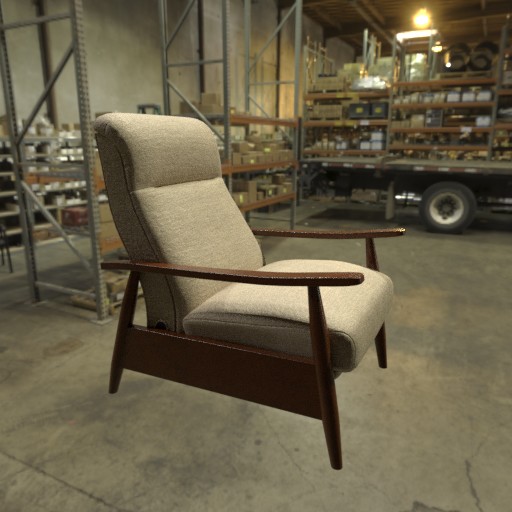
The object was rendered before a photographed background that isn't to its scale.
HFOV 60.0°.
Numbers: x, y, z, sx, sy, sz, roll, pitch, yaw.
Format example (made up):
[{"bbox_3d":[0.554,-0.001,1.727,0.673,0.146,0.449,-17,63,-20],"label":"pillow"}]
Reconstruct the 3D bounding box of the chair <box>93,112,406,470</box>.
[{"bbox_3d":[0.000,0.000,1.752,1.014,1.082,0.762,7,17,26],"label":"chair"}]
